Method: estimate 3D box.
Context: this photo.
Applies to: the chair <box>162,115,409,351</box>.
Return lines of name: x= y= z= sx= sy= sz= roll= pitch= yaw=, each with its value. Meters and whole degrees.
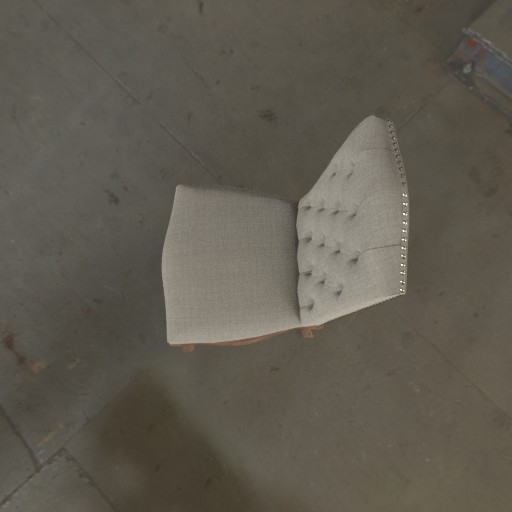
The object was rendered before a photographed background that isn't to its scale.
chair: x=0.000 y=0.000 z=1.622 sx=0.731 sy=1.191 sz=0.637 roll=0 pitch=75 yaw=0
